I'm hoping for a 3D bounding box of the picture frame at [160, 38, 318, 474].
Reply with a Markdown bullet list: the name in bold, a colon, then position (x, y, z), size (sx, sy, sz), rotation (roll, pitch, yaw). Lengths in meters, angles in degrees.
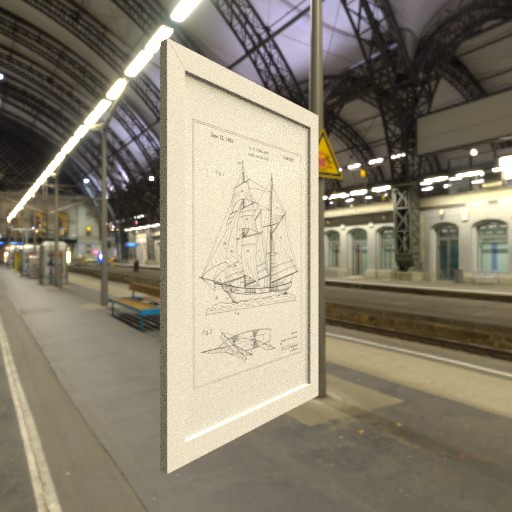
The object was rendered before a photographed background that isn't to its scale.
- **picture frame**: position (0.000, 0.000, 0.600), size (0.011, 0.459, 0.326), rotation (0, 0, 37)
